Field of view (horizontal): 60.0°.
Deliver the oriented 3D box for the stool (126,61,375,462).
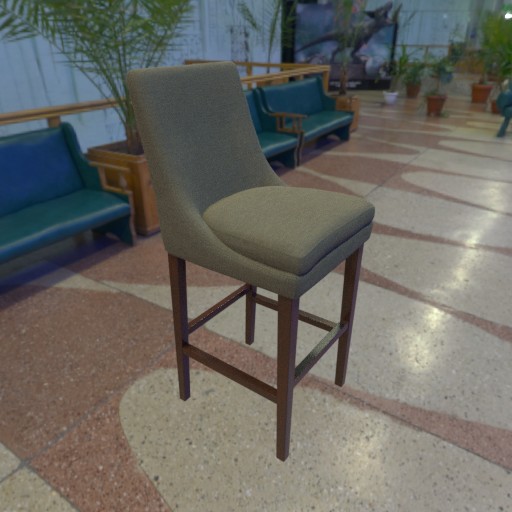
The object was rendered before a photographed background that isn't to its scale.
[{"bbox_3d":[0.000,0.000,1.380,0.577,1.078,0.470,18,32,31],"label":"stool"}]
